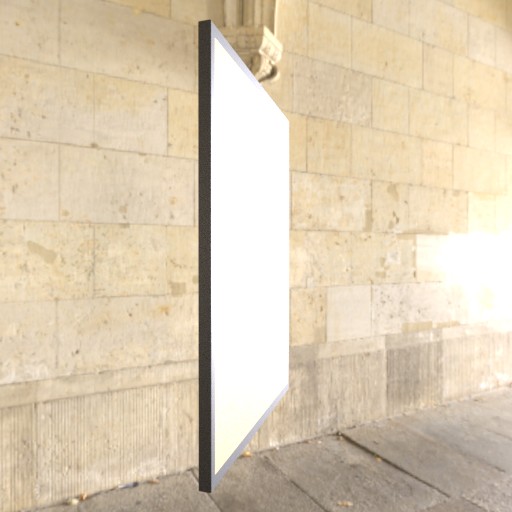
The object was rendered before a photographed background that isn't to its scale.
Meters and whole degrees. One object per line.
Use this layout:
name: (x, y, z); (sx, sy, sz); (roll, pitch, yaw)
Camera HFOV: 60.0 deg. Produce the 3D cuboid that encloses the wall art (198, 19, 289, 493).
wall art: (0.000, 0.000, 1.336); (0.030, 1.027, 0.774); (0, 0, 17)
